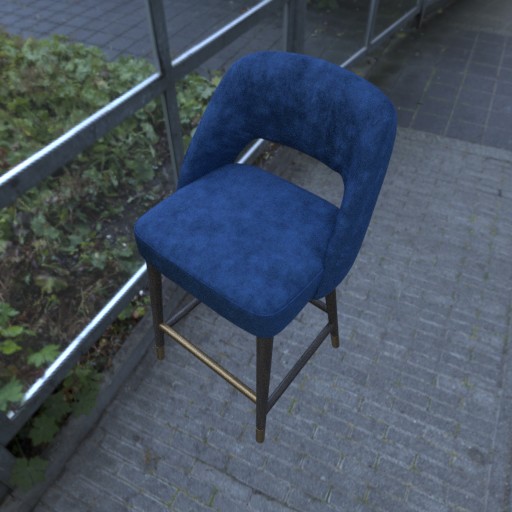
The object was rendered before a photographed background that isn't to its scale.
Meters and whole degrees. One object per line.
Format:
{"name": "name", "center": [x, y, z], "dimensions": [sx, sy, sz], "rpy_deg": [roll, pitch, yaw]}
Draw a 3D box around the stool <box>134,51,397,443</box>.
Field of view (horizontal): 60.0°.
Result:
{"name": "stool", "center": [0.000, 0.000, 1.233], "dimensions": [0.536, 0.925, 0.524], "rpy_deg": [31, 54, 26]}
